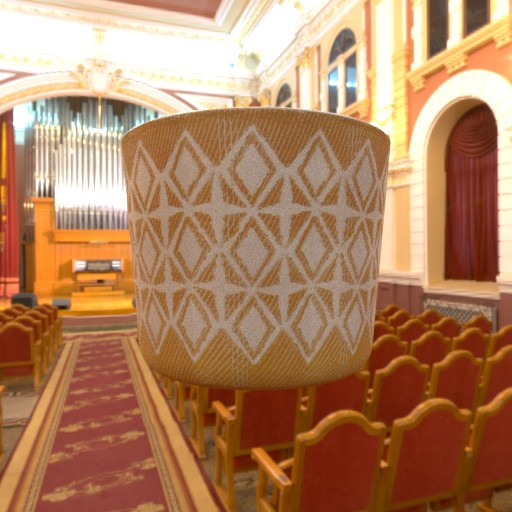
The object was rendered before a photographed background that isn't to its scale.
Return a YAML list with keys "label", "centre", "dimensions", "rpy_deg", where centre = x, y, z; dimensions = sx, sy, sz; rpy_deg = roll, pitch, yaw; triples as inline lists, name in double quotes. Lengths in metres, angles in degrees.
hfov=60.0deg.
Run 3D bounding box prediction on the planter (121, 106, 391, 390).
- label: "planter"
  centre: [0.000, 0.000, 0.217]
  dimensions: [0.126, 0.104, 0.126]
  rpy_deg: [0, 0, 0]
